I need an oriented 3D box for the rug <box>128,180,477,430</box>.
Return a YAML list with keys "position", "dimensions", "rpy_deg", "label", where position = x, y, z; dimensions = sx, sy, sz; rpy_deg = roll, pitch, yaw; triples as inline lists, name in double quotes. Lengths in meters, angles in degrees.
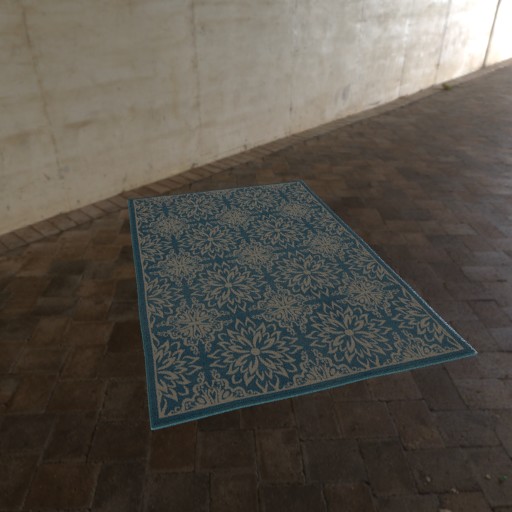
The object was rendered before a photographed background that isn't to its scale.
- position: [0.000, 0.000, 2.279]
  dimensions: [1.211, 0.012, 1.833]
  rpy_deg: [-9, 32, -14]
  label: "rug"
